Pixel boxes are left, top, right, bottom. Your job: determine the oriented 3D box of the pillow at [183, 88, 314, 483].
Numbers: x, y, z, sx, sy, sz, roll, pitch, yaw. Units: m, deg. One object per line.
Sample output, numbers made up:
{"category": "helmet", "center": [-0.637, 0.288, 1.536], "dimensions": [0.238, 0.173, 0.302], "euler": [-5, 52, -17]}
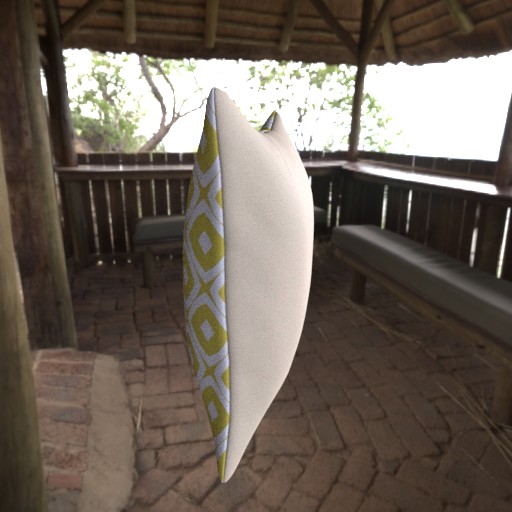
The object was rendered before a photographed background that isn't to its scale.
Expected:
{"category": "pillow", "center": [0.000, 0.000, 0.756], "dimensions": [0.188, 0.494, 0.504], "euler": [3, 16, 9]}
